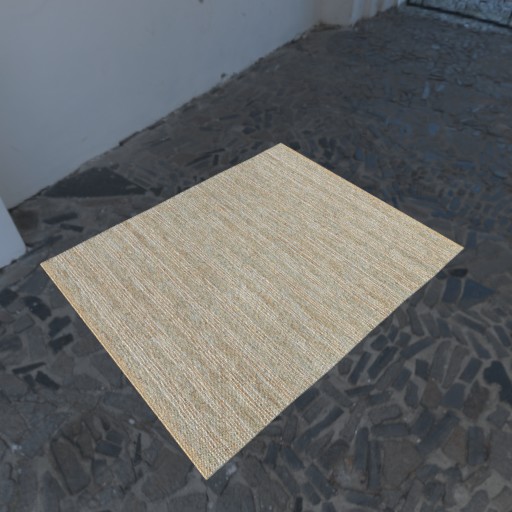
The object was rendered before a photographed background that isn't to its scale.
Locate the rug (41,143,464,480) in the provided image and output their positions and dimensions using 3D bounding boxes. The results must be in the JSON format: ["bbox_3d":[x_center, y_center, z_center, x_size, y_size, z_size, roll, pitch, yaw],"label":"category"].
[{"bbox_3d":[0.000,0.000,4.076,3.034,0.012,2.471,-33,54,-28],"label":"rug"}]
